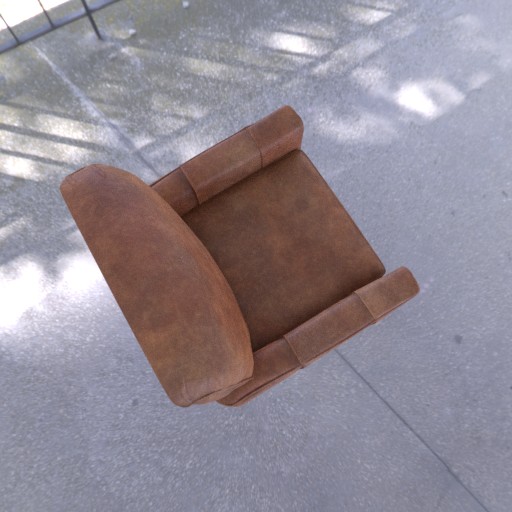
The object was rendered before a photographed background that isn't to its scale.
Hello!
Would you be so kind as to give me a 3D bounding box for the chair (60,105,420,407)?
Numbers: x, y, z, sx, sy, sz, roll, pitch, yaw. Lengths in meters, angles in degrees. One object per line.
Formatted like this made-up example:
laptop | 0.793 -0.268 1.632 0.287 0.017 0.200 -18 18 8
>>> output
chair | 0.000 0.000 1.609 0.836 1.043 0.843 -30 77 -8
